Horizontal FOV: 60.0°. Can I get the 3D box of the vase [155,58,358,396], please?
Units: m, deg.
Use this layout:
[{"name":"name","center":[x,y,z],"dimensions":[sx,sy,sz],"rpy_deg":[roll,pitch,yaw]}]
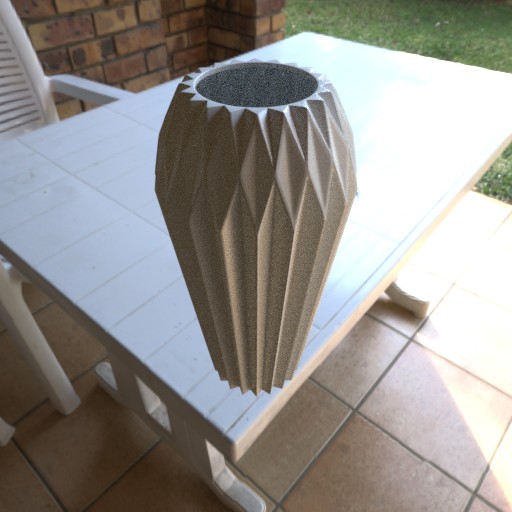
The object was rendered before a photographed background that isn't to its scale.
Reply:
[{"name":"vase","center":[0.000,0.000,0.340],"dimensions":[0.133,0.263,0.133],"rpy_deg":[0,41,0]}]
